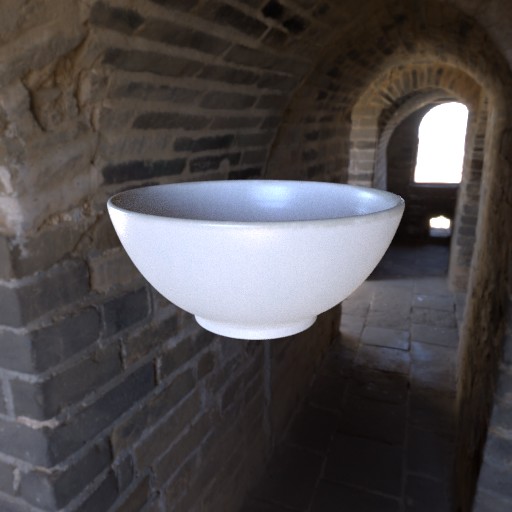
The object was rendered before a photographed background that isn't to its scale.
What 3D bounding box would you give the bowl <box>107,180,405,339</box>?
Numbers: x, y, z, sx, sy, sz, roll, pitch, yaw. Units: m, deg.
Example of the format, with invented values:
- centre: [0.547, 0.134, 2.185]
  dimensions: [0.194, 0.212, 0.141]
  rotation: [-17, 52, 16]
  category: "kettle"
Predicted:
- centre: [0.000, 0.000, 0.435]
  dimensions: [0.268, 0.121, 0.268]
  rotation: [0, 16, 0]
  category: "bowl"
